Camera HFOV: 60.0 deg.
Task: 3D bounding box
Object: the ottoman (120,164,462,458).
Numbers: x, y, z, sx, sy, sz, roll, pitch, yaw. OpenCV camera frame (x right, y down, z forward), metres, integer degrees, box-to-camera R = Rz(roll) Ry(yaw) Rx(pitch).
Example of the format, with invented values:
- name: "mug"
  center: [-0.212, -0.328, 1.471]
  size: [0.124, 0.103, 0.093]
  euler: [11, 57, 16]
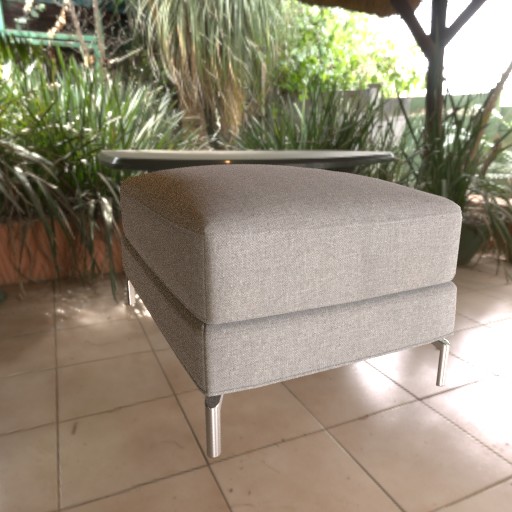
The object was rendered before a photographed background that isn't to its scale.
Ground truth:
- name: "ottoman"
  center: [0.000, 0.000, 1.162]
  size: [0.584, 0.457, 0.838]
  euler: [-7, 17, -24]
